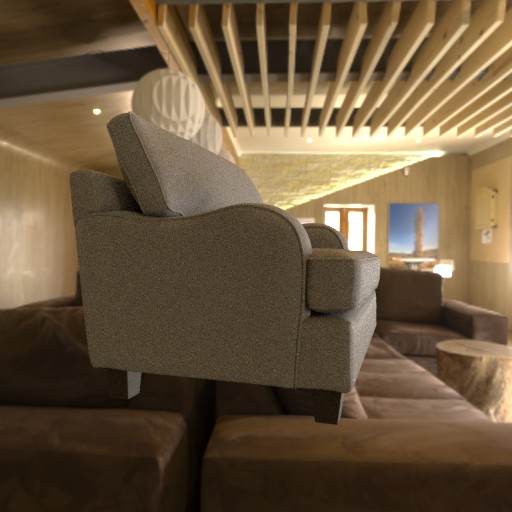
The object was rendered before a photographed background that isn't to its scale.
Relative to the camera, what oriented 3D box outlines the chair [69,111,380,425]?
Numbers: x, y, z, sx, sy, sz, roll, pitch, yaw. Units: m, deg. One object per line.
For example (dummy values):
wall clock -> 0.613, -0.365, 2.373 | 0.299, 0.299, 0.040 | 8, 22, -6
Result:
chair -> 0.000, 0.000, 1.995 | 1.040, 1.016, 1.220 | 0, 1, 18
